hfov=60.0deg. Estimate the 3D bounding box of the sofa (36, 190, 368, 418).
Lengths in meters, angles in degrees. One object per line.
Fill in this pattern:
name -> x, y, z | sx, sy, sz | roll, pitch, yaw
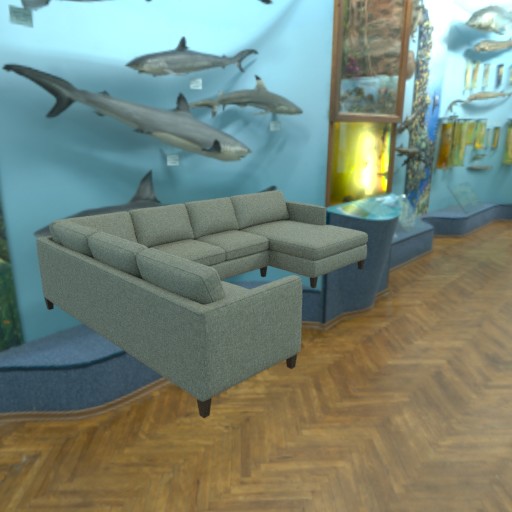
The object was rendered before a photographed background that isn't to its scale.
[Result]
sofa -> 0.000, 0.000, 4.520 | 2.551, 0.889, 3.403 | 15, 22, 43
